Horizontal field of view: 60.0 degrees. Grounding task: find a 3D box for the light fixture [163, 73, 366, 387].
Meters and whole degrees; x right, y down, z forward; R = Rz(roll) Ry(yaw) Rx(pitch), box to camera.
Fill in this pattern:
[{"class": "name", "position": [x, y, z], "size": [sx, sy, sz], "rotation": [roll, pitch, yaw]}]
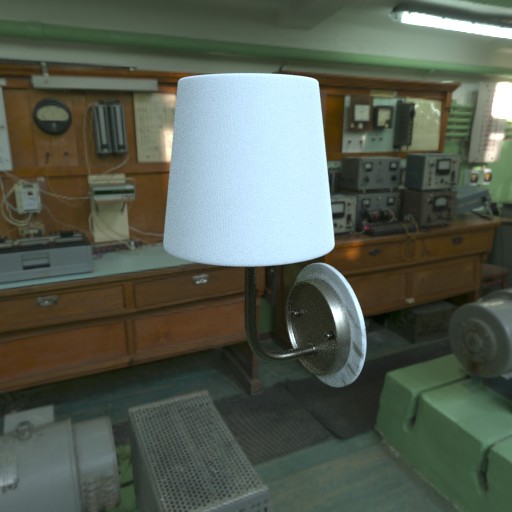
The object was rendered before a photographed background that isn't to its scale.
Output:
[{"class": "light fixture", "position": [0.000, 0.000, 0.459], "size": [0.188, 0.337, 0.168], "rotation": [-8, 17, -25]}]
